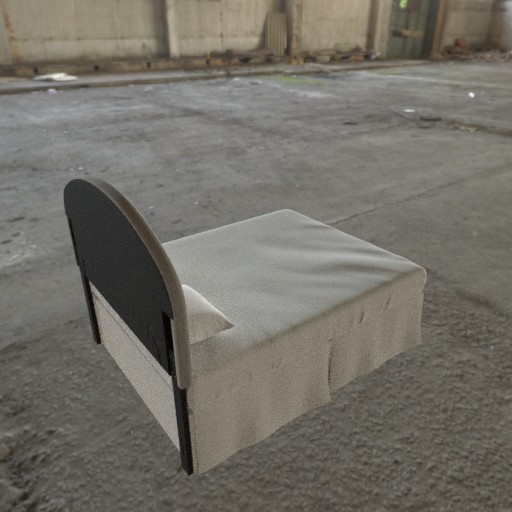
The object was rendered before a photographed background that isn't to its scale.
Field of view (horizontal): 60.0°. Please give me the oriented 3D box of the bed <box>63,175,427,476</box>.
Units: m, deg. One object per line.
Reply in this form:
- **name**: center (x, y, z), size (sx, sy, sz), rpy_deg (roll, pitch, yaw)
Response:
- **bed**: center (0.000, 0.000, 3.057), size (2.005, 1.410, 1.607), rpy_deg (-19, 32, -33)
